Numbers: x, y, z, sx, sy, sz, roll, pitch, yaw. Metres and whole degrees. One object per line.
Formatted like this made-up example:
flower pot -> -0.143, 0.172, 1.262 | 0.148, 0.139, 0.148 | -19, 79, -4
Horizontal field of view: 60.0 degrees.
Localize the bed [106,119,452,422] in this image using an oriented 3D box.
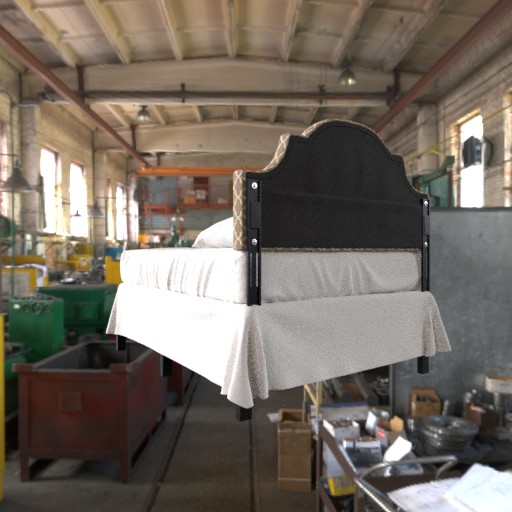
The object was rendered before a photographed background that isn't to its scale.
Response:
bed -> 0.000, 0.000, 3.443 | 1.780, 1.633, 2.222 | 0, 1, -35
